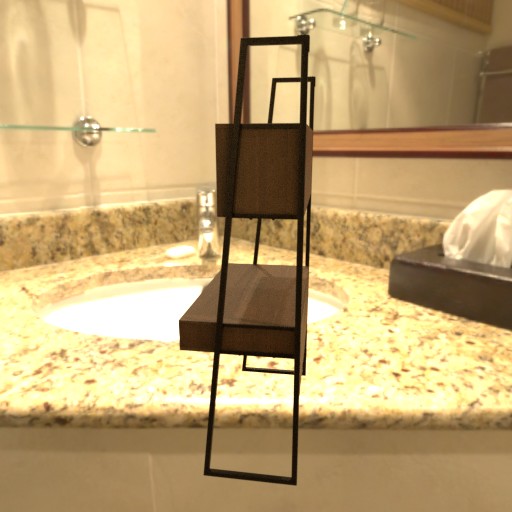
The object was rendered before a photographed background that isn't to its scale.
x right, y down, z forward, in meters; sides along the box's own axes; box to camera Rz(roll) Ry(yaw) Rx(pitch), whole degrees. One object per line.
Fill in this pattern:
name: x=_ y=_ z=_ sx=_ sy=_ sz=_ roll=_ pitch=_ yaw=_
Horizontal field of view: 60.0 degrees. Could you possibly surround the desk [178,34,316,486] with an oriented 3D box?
desk: x=0.000 y=0.000 z=2.223 sx=0.515 sy=1.809 sz=0.982 roll=2 pitch=14 yaw=8
